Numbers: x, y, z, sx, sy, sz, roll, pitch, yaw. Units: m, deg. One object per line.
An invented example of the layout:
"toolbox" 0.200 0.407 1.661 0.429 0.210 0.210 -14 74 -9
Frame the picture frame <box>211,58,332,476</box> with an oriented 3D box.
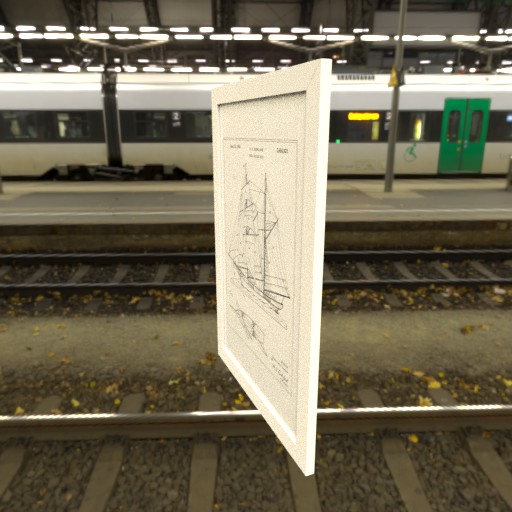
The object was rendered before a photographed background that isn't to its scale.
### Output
"picture frame" 0.000 0.000 0.611 0.011 0.459 0.326 -7 17 -22
